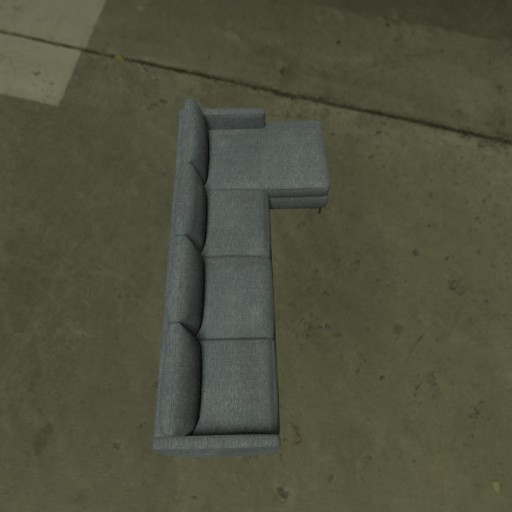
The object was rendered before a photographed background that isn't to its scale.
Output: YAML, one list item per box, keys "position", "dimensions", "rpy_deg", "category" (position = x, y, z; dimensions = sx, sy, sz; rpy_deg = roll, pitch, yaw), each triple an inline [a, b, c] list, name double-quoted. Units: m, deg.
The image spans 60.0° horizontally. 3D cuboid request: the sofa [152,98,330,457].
- position: [0.000, 0.000, 3.560]
  dimensions: [1.350, 0.810, 2.932]
  rpy_deg: [-1, 62, -1]
  category: "sofa"
